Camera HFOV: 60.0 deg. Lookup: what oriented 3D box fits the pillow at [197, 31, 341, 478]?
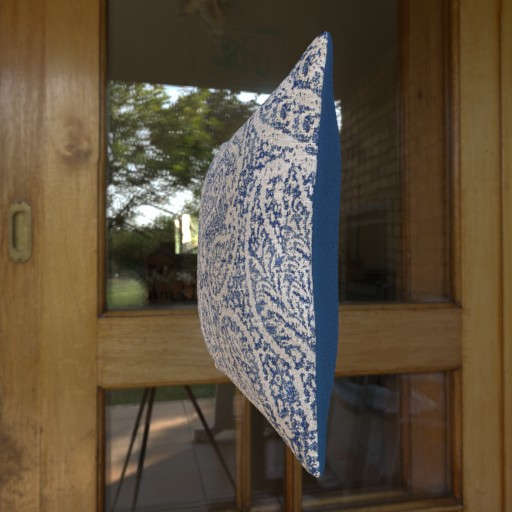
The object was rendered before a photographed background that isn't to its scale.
[{"bbox_3d":[0.000,0.000,0.752,0.166,0.510,0.523,0,-1,-17],"label":"pillow"}]
